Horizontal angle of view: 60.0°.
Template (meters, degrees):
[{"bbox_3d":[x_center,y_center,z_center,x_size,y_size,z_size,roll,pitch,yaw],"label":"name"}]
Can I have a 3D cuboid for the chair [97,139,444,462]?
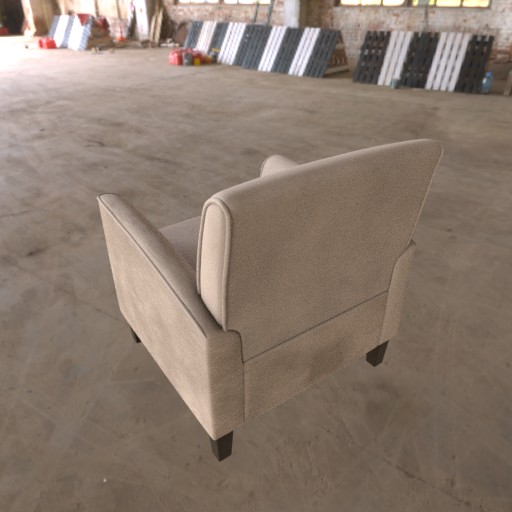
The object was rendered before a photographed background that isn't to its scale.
[{"bbox_3d":[0.000,0.000,1.565,0.820,0.915,0.821,-20,36,-30],"label":"chair"}]
